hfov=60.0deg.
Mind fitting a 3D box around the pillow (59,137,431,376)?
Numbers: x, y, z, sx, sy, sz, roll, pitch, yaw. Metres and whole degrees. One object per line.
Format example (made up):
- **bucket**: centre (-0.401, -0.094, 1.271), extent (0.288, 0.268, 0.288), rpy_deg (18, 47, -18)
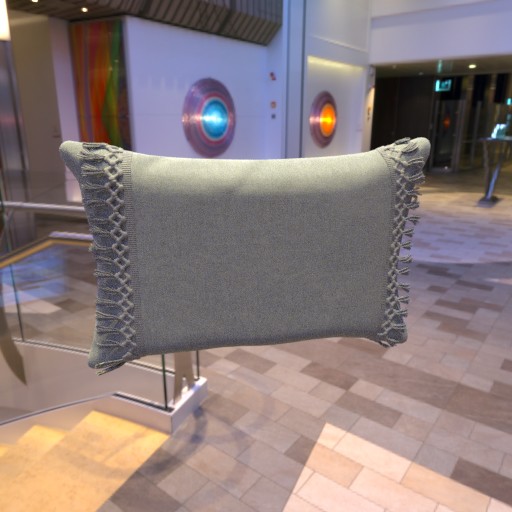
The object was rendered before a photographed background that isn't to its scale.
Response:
- **pillow**: centre (0.000, 0.000, 0.592), extent (0.466, 0.305, 0.084), rpy_deg (-2, 17, -8)
